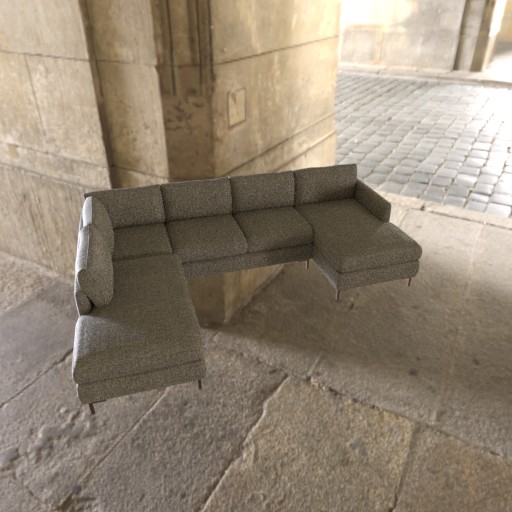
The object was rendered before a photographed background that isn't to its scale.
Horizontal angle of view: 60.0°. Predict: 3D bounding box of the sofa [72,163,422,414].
[{"bbox_3d":[0.000,0.000,3.583,2.737,0.756,1.879,-9,33,-14],"label":"sofa"}]
